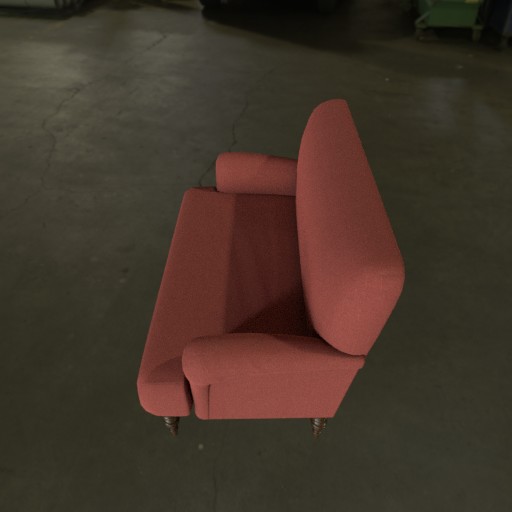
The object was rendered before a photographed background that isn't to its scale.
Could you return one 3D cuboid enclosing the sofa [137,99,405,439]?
[{"bbox_3d":[0.000,0.000,1.818,0.779,0.889,1.297,1,41,1],"label":"sofa"}]
